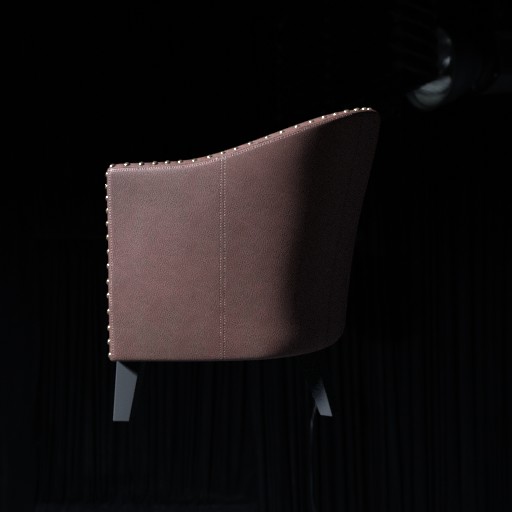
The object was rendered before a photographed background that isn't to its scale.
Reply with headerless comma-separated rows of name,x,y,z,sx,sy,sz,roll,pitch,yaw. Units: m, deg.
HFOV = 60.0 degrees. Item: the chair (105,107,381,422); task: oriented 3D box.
chair,0.000,0.000,1.419,0.748,0.823,0.794,0,1,1
